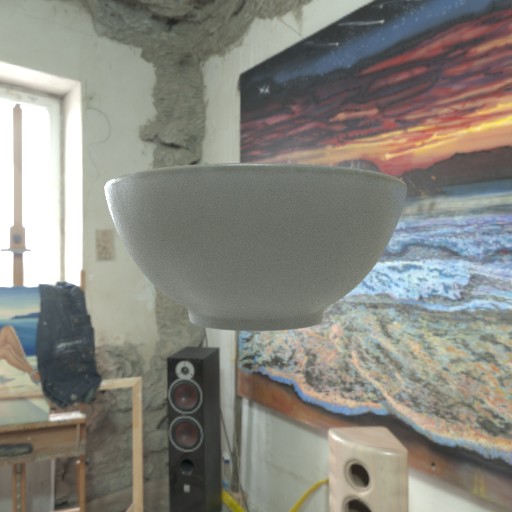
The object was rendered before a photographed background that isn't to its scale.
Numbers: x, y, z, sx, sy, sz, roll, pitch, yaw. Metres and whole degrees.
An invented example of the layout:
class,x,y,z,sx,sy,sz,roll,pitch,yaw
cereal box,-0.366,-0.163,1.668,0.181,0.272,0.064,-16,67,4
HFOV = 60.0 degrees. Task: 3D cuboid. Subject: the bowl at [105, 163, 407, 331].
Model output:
class,x,y,z,sx,sy,sz,roll,pitch,yaw
bowl,0.000,0.000,0.415,0.268,0.121,0.268,0,0,0
